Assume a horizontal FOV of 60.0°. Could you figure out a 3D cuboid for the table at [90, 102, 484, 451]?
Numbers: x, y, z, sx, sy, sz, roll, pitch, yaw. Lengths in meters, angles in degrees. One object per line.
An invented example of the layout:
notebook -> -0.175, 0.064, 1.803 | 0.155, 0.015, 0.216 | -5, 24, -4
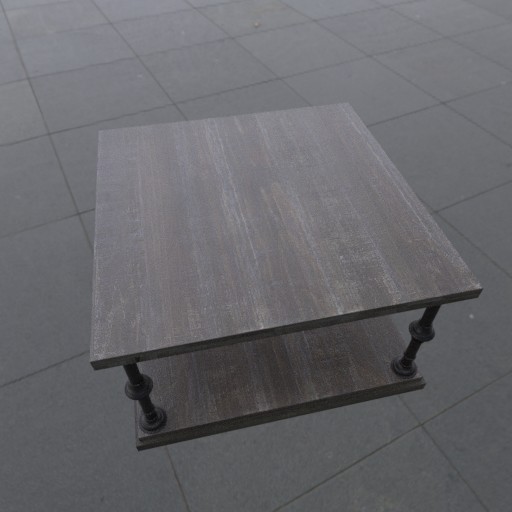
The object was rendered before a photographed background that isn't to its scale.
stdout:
table -> 0.000, 0.000, 1.134 | 0.696, 0.400, 0.696 | -9, 48, -8
